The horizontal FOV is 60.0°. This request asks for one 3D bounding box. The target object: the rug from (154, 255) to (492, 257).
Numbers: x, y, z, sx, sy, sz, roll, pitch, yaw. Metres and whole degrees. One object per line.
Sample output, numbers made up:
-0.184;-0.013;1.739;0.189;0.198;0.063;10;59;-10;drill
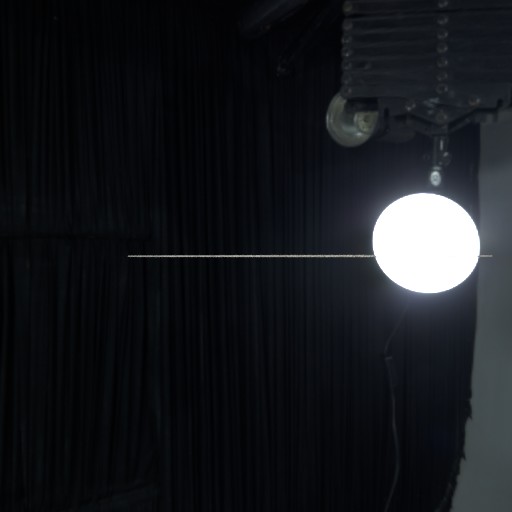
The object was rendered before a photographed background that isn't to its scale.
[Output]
0.000;0.000;2.658;0.706;0.009;2.443;0;0;-36;rug
